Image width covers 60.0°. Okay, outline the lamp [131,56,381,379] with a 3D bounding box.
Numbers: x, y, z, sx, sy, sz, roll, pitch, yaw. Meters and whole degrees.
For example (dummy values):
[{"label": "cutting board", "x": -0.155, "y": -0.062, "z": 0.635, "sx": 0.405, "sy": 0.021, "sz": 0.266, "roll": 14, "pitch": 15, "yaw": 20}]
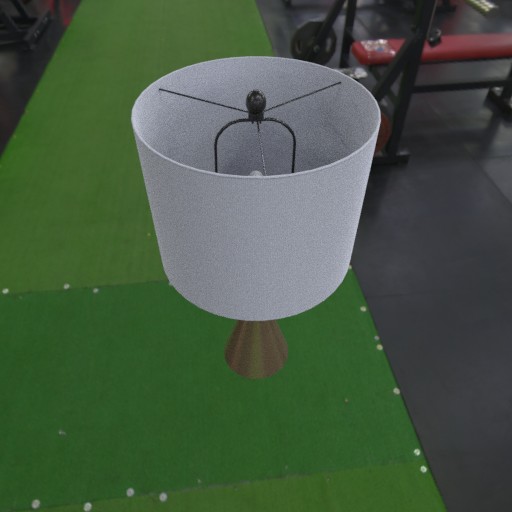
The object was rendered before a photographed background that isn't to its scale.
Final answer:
[{"label": "lamp", "x": 0.000, "y": 0.000, "z": 0.740, "sx": 0.304, "sy": 0.573, "sz": 0.304, "roll": -3, "pitch": 46, "yaw": -3}]
